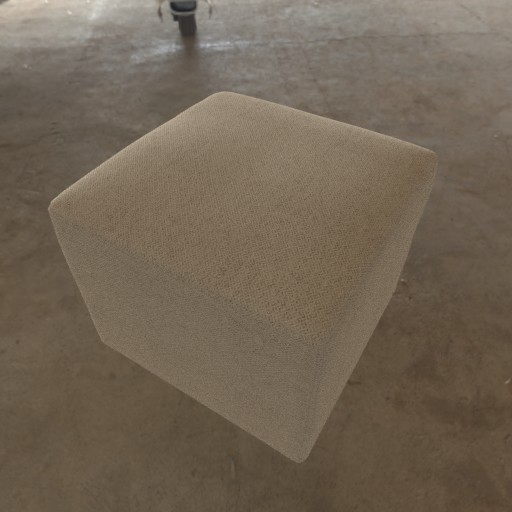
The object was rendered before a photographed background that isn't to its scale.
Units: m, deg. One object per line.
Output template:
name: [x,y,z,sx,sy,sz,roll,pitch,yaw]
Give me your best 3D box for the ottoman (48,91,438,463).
ottoman: [0.000,0.000,0.911,0.521,0.453,0.512,24,50,22]
